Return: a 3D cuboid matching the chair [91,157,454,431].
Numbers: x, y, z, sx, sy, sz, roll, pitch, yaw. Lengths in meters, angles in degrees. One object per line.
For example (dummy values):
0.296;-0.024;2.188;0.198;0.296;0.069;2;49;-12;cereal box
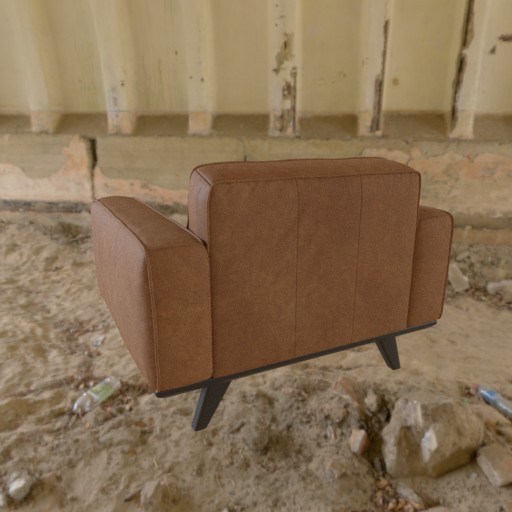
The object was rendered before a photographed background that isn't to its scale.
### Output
0.000;0.000;1.738;1.118;0.782;0.952;-8;18;-26;chair
